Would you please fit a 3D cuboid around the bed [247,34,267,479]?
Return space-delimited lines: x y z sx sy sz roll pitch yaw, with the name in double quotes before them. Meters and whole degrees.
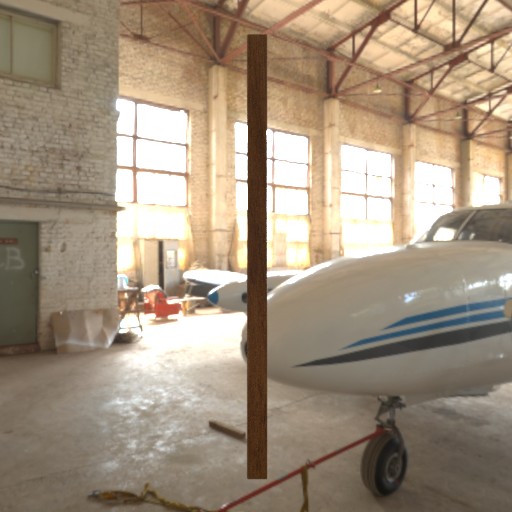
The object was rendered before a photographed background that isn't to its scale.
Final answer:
"bed" 0.000 0.000 1.455 0.043 0.940 1.041 0 0 0
